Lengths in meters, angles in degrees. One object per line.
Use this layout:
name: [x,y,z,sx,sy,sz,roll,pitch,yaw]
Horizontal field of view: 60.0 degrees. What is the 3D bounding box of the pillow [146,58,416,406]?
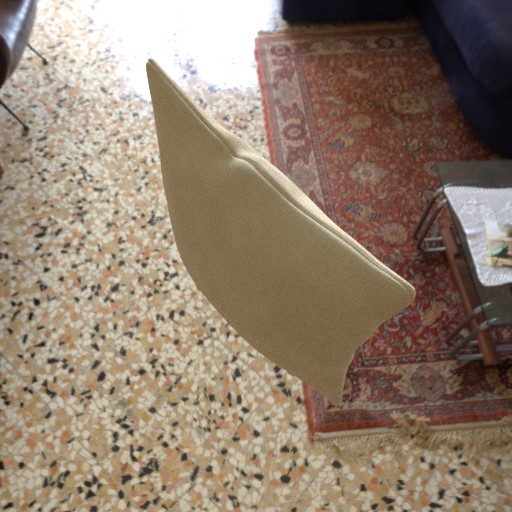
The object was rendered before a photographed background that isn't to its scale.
pillow: [0.000,0.000,0.652,0.162,0.420,0.437,-35,65,-20]
